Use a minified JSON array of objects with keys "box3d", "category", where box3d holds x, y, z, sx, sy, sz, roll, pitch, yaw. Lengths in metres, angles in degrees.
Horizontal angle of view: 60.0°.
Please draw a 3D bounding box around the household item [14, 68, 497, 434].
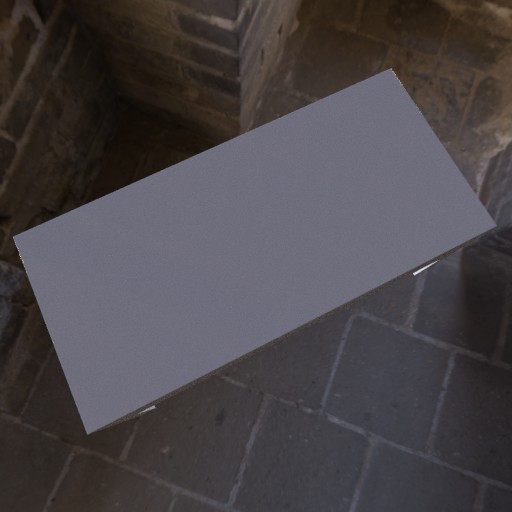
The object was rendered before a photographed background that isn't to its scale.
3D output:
[{"box3d":[0.000,0.000,2.081,1.700,0.745,0.800,-26,77,-7],"category":"household item"}]
